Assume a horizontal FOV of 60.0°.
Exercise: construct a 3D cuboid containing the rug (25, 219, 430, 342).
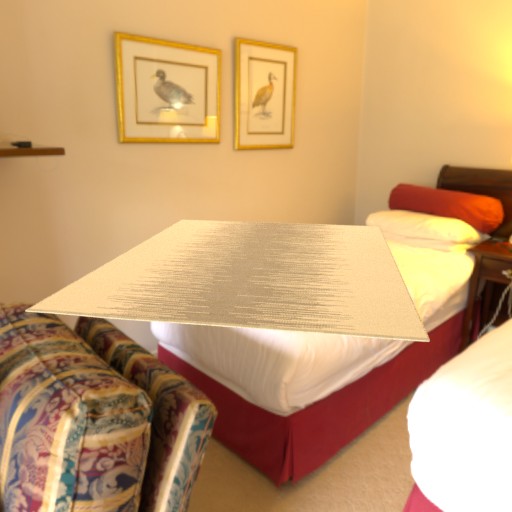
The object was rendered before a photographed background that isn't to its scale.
[{"bbox_3d":[0.000,0.000,4.038,2.453,0.010,3.037,3,16,10],"label":"rug"}]
